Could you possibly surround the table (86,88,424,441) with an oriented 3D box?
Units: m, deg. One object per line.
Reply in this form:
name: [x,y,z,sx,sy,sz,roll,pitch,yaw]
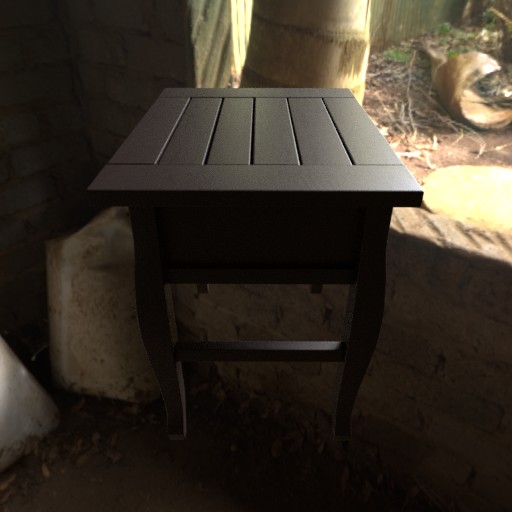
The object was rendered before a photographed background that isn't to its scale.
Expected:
table: [0.000,0.000,1.015,0.460,0.605,0.602,0,33,0]
